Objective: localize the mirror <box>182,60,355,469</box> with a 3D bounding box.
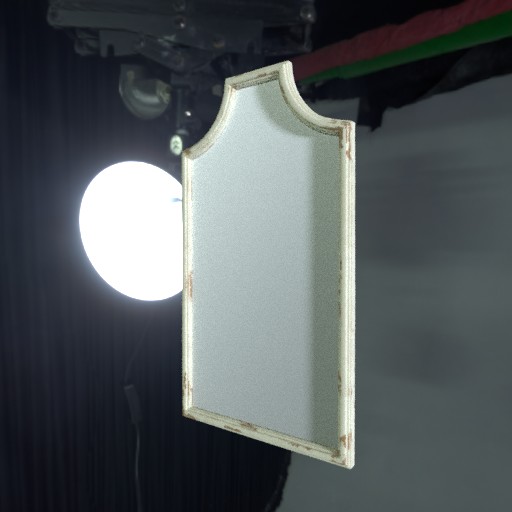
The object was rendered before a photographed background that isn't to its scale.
[{"bbox_3d":[0.000,0.000,0.864,0.403,0.717,0.022,1,1,36],"label":"mirror"}]
